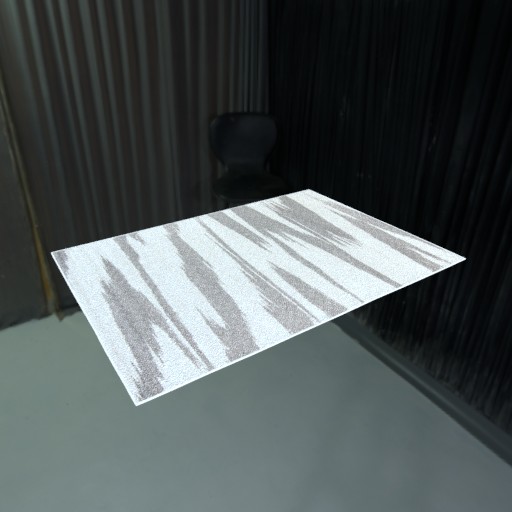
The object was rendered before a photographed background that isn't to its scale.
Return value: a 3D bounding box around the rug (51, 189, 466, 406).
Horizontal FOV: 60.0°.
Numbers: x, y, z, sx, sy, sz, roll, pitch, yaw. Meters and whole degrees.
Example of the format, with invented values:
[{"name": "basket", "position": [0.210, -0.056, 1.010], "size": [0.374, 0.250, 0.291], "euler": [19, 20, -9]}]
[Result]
[{"name": "rug", "position": [0.000, 0.000, 2.798], "size": [2.142, 0.010, 1.533], "euler": [-18, 33, -29]}]
